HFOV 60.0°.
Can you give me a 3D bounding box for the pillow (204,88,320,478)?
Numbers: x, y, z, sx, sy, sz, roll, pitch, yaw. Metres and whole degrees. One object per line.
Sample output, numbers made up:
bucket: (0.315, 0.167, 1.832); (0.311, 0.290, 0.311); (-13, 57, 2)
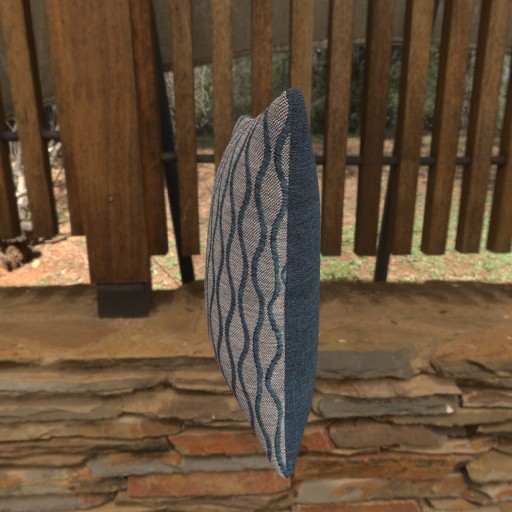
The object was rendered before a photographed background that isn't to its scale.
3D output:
pillow: (0.000, 0.000, 0.670); (0.159, 0.435, 0.435); (-2, 15, -9)
